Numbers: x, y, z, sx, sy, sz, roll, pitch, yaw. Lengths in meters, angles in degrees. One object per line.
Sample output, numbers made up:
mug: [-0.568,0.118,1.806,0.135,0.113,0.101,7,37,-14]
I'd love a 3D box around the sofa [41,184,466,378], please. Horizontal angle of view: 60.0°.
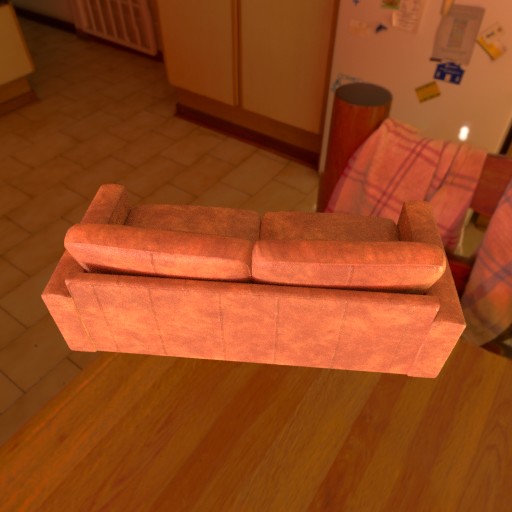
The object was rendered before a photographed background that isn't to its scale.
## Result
sofa: [0.000,0.000,2.682,2.179,0.873,1.016,4,46,3]
